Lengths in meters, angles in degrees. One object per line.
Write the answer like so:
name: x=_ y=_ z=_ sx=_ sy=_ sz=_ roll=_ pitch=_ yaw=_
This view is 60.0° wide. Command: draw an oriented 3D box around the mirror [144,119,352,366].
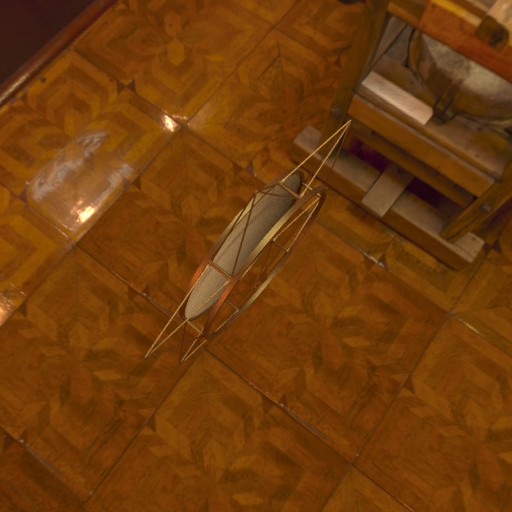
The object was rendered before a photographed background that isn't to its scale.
mirror: x=0.000 y=0.000 z=0.818 sx=0.062 sy=0.581 sz=0.498 roll=38 pitch=78 yaw=10
